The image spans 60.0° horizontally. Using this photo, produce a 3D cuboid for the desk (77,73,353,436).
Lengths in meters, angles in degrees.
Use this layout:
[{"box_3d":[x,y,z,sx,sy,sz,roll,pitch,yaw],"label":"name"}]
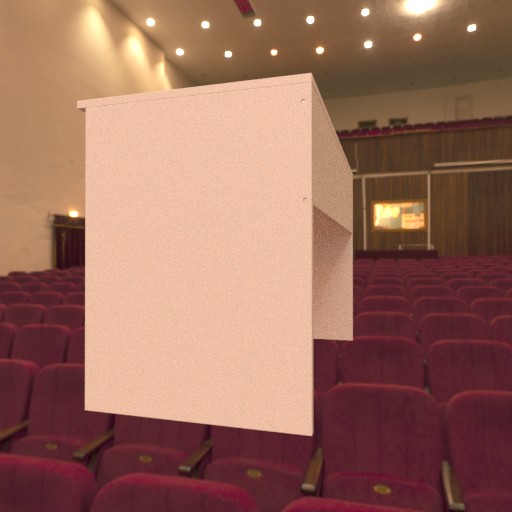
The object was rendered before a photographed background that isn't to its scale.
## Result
[{"box_3d":[0.000,0.000,1.496,0.560,0.730,1.100,0,0,17],"label":"desk"}]
